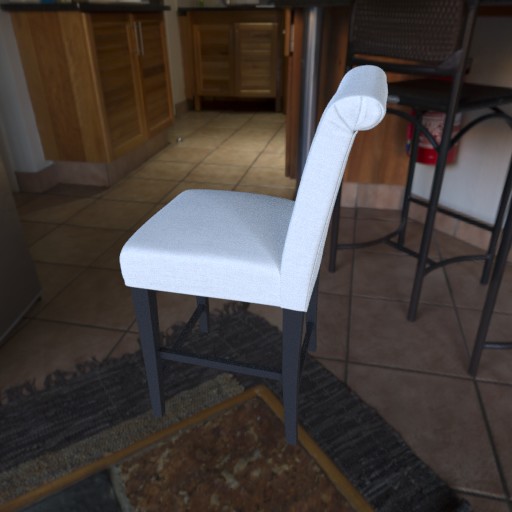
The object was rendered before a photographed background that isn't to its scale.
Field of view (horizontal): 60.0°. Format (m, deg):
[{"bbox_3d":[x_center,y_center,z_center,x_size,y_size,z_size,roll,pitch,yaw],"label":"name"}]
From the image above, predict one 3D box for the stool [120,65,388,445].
[{"bbox_3d":[0.000,0.000,1.265,0.597,0.976,0.452,7,31,12],"label":"stool"}]
